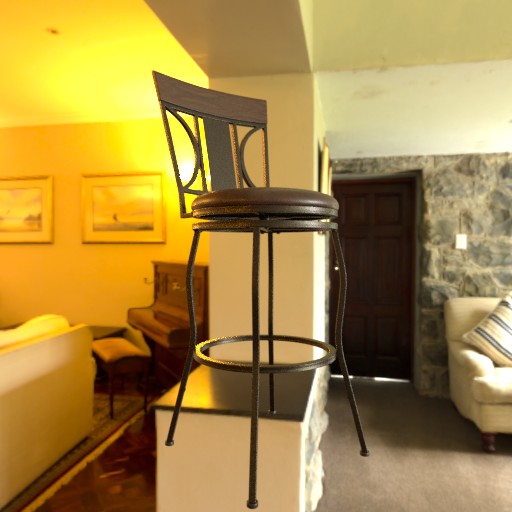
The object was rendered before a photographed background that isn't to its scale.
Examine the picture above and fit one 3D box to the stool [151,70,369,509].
[{"bbox_3d":[0.000,0.000,1.318,0.448,1.130,0.513,-1,1,-38],"label":"stool"}]
